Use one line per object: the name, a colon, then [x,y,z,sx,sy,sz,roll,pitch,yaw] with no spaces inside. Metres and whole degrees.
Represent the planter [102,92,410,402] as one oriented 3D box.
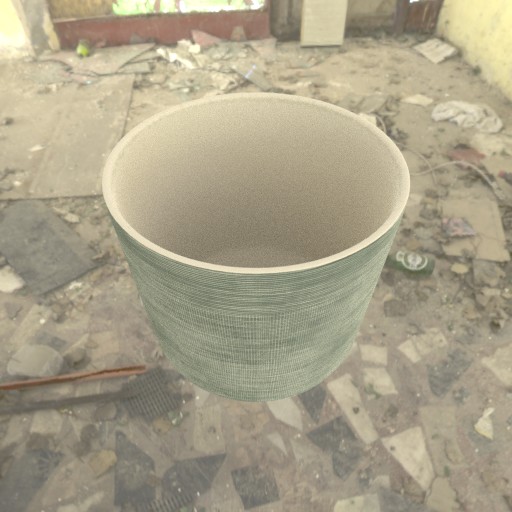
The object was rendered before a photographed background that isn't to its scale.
planter: [0.000,0.000,0.791,0.440,0.398,0.440,0,46,0]
